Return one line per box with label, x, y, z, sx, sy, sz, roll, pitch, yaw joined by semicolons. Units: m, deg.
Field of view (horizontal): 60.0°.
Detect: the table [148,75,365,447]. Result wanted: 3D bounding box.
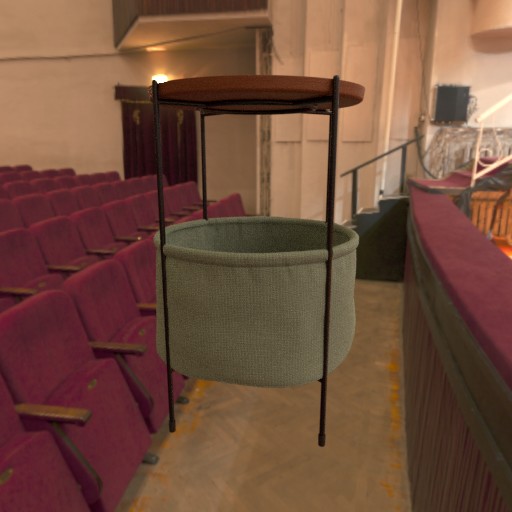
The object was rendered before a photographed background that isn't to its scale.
table;0.000;0.000;0.880;0.400;0.623;0.400;2;14;8
